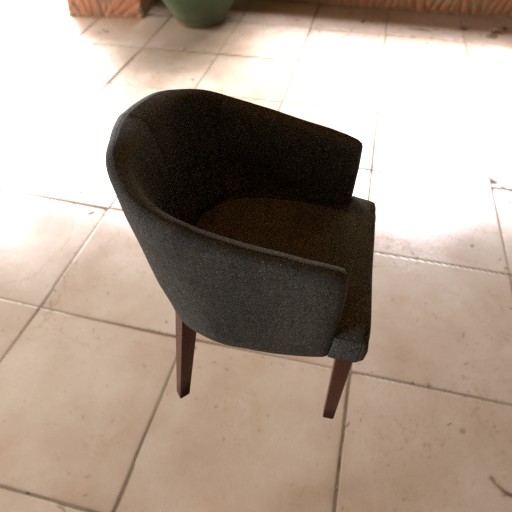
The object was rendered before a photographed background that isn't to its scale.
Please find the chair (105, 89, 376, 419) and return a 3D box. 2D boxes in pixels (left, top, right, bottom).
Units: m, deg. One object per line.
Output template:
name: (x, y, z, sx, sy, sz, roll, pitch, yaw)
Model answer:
chair: (0.000, 0.000, 1.263, 0.655, 0.811, 0.583, 9, 47, 9)
